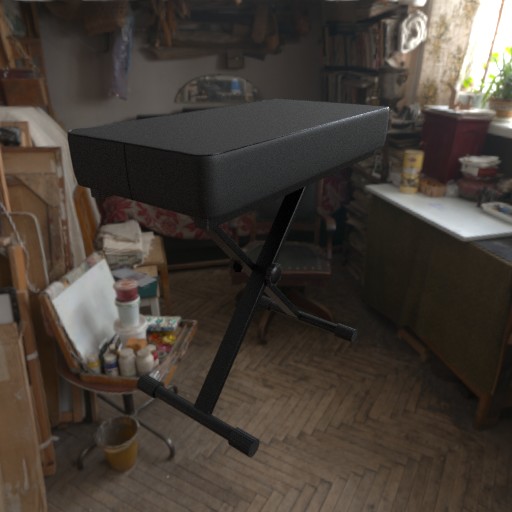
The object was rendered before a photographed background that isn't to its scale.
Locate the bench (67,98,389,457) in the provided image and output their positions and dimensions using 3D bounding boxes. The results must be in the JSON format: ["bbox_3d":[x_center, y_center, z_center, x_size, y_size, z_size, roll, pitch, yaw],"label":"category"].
[{"bbox_3d":[0.000,0.000,0.927,0.300,0.561,0.600,17,30,32],"label":"bench"}]
